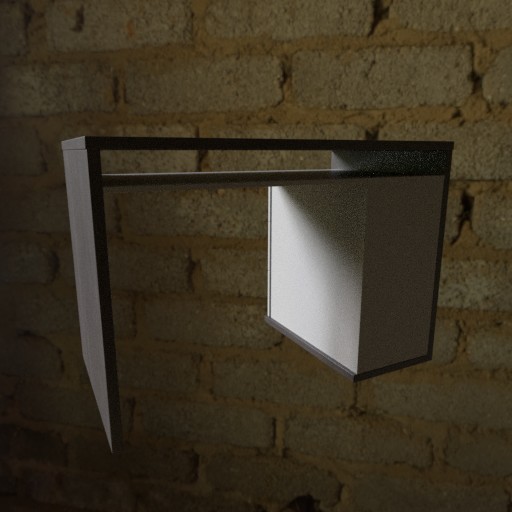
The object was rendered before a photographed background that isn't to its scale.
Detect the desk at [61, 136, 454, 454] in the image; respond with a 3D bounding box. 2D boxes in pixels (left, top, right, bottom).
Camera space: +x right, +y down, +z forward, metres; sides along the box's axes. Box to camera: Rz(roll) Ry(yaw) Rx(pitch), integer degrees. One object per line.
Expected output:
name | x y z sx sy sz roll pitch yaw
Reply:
desk | 0.000 0.000 1.498 1.100 0.750 0.600 -7 15 -26
